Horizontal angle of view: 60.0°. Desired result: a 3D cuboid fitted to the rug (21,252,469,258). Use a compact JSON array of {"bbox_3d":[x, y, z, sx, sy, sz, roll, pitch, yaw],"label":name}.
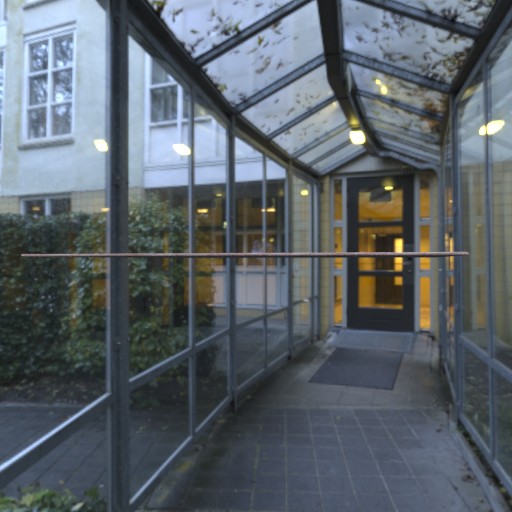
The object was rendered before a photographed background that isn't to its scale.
[{"bbox_3d":[0.000,0.000,2.973,2.390,0.015,1.609,0,-1,18],"label":"rug"}]
